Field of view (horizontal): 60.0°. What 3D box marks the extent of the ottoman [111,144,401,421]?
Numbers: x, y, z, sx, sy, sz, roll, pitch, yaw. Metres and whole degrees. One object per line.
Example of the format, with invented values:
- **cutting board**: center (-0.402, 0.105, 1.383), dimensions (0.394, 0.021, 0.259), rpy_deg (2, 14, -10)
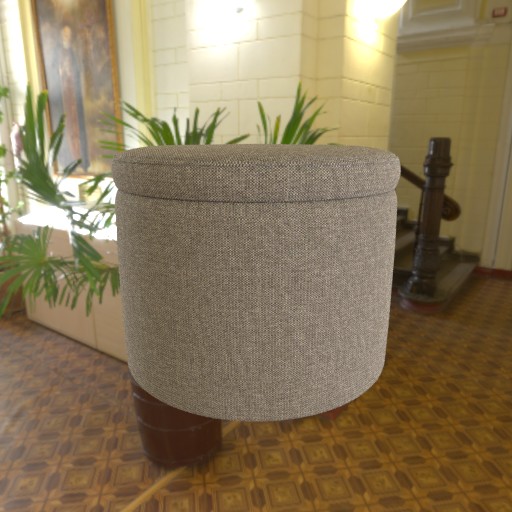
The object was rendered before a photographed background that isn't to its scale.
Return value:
- **ottoman**: center (0.000, 0.000, 0.876), dimensions (0.520, 0.430, 0.520), rpy_deg (0, 15, 0)
